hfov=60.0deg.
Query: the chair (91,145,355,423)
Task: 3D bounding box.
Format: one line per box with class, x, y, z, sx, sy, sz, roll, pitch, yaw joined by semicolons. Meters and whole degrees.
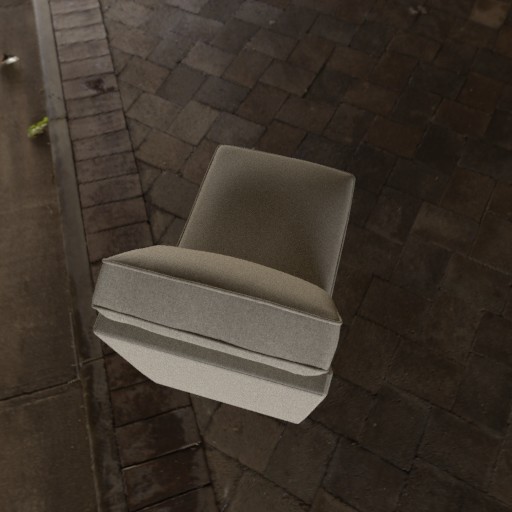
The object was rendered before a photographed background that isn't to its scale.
chair;0.000;0.000;1.705;0.674;1.058;1.020;14;65;7
